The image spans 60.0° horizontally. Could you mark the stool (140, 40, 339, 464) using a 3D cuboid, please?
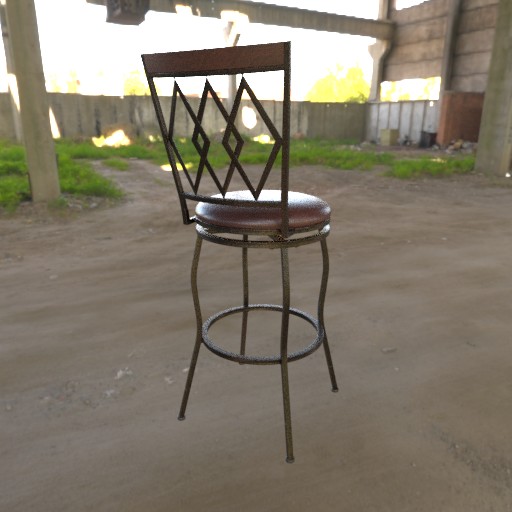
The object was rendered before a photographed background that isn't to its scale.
[{"bbox_3d":[0.000,0.000,1.381,0.432,1.134,0.521,9,19,27],"label":"stool"}]
